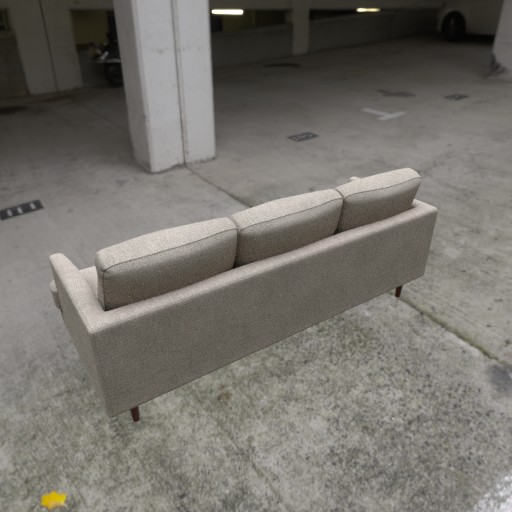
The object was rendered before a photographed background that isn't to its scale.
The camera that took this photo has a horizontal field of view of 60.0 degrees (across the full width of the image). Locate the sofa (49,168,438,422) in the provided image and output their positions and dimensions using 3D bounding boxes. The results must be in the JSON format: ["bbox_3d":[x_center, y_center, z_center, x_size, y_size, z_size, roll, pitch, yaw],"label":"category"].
[{"bbox_3d":[0.000,0.000,2.722,2.246,0.930,0.903,-18,34,-29],"label":"sofa"}]
